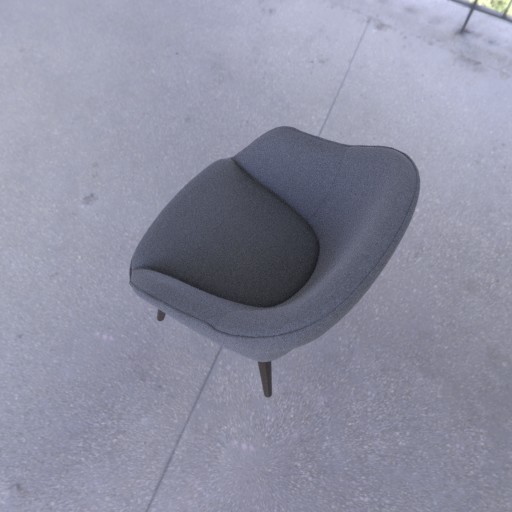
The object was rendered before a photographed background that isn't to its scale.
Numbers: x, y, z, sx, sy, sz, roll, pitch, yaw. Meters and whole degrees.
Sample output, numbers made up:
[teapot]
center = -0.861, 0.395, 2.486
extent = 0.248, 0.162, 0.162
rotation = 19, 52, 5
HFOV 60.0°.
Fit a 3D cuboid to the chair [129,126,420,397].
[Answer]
[chair]
center = 0.000, 0.000, 1.222
extent = 0.611, 0.810, 0.589
rotation = 32, 68, 14
